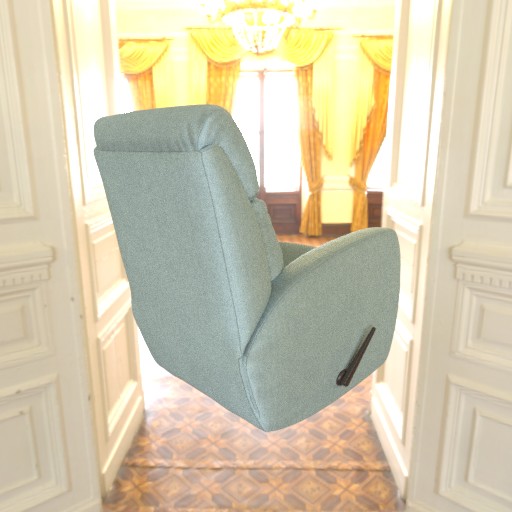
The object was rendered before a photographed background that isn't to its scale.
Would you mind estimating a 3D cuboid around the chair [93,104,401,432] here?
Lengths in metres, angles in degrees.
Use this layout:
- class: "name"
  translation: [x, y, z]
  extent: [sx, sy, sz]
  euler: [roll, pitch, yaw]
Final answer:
- class: "chair"
  translation: [0.000, 0.000, 1.654]
  extent: [0.940, 1.013, 0.812]
  euler: [-13, 19, -43]
